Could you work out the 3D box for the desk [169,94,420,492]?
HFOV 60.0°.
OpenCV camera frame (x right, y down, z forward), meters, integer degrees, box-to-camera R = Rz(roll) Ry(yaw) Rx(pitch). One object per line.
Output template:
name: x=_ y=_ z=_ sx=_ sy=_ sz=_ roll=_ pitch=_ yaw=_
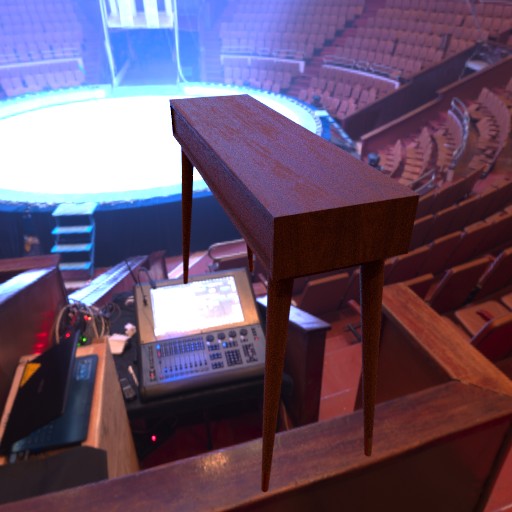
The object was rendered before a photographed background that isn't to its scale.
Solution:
desk: x=0.000 y=0.000 z=1.646 sx=0.384 sy=0.917 sz=1.204 roll=-10 pitch=32 yaw=-17
